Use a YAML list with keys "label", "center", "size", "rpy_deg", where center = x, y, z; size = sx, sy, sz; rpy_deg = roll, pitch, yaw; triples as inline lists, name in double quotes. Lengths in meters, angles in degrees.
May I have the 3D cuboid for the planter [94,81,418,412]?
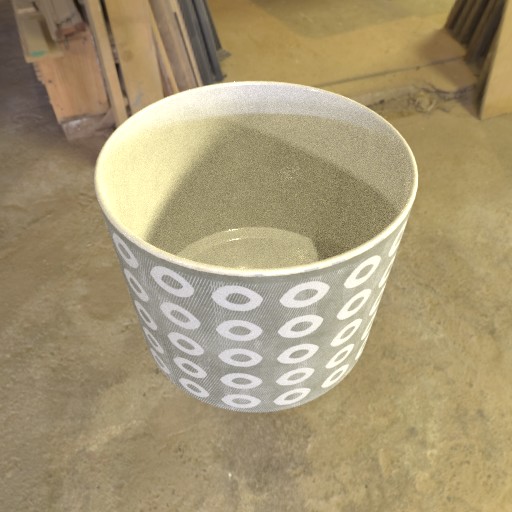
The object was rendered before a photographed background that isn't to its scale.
- label: "planter"
  center: [0.000, 0.000, 0.439]
  size: [0.250, 0.239, 0.250]
  rpy_deg: [0, 47, 0]
